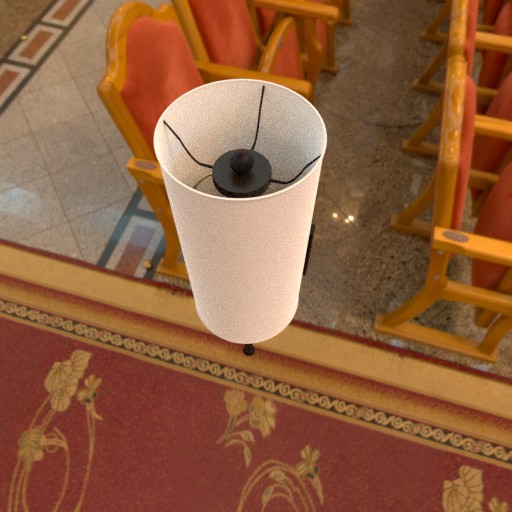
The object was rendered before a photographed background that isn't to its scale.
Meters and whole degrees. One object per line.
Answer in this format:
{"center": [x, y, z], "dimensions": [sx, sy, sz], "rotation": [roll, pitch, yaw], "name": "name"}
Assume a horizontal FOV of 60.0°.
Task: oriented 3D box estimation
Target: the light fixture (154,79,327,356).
{"center": [0.000, 0.000, 0.544], "dimensions": [0.128, 0.462, 0.208], "rotation": [14, 59, 9], "name": "light fixture"}
